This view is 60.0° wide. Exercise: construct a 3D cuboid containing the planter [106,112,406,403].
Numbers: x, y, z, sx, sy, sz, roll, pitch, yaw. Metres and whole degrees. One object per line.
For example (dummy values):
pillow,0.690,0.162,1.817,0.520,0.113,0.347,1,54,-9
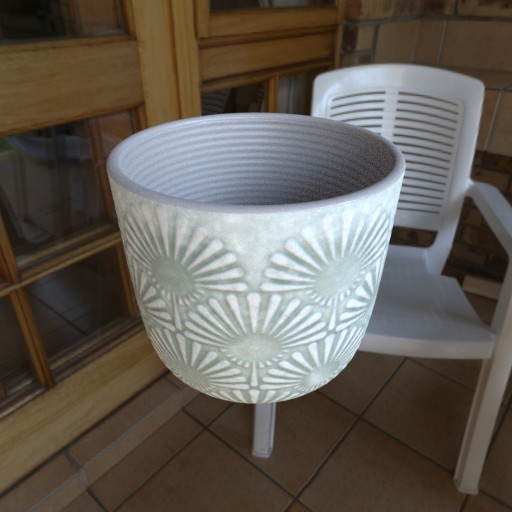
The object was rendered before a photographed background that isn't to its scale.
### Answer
planter,0.000,0.000,0.218,0.124,0.109,0.124,0,32,0
